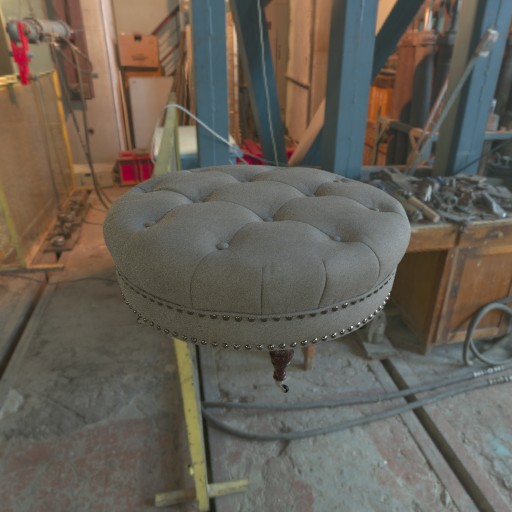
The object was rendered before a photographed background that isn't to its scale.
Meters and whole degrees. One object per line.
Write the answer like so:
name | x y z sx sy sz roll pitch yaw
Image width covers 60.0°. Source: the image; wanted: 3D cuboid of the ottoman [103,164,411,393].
ottoman | 0.000 0.000 1.414 0.901 0.439 0.901 0 26 0
